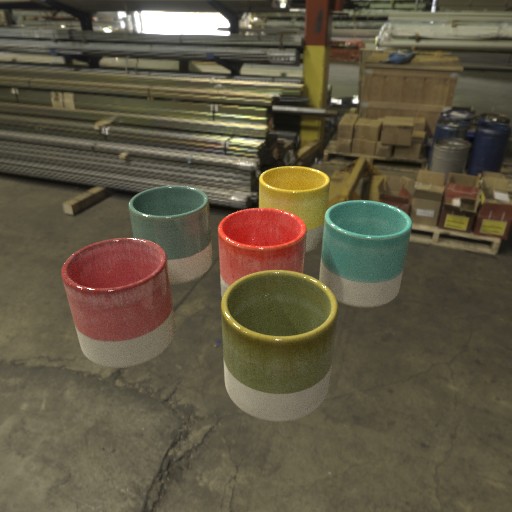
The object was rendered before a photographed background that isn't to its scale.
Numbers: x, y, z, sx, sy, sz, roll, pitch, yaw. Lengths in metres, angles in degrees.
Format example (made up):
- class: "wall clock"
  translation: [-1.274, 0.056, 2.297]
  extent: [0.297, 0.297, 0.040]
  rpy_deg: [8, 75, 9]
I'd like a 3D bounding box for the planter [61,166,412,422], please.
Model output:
- class: "planter"
  translation: [0.000, 0.000, 0.405]
  extent: [0.257, 0.075, 0.286]
  rpy_deg: [11, 33, 17]
